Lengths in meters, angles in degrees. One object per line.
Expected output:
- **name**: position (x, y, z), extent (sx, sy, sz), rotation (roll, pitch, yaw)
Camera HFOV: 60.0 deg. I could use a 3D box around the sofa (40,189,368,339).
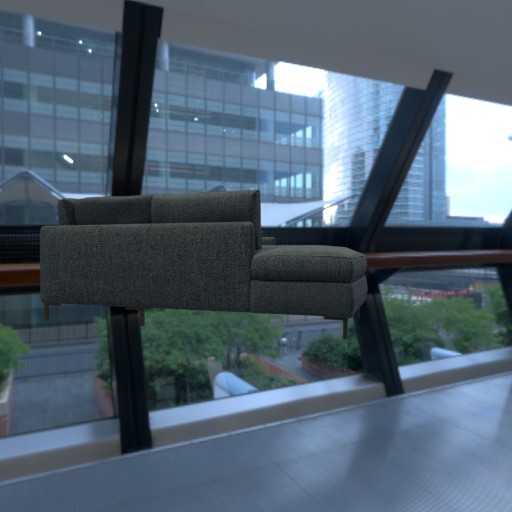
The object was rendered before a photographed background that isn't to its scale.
- **sofa**: position (0.000, 0.000, 3.644), extent (1.879, 0.753, 2.737), rotation (0, 1, 18)
